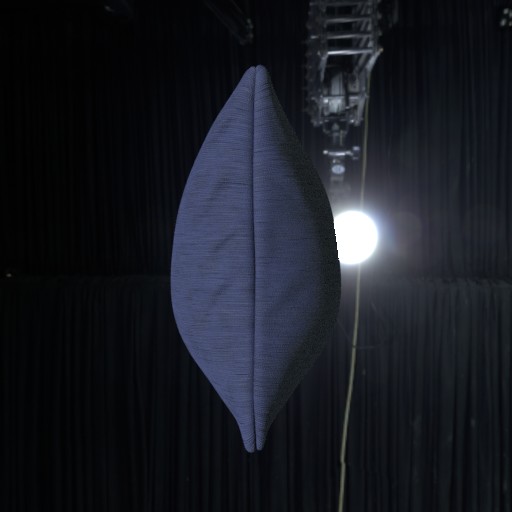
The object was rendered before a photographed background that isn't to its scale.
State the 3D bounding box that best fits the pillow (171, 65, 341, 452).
[{"bbox_3d":[0.000,0.000,0.677,0.246,0.414,0.432,0,1,0],"label":"pillow"}]
